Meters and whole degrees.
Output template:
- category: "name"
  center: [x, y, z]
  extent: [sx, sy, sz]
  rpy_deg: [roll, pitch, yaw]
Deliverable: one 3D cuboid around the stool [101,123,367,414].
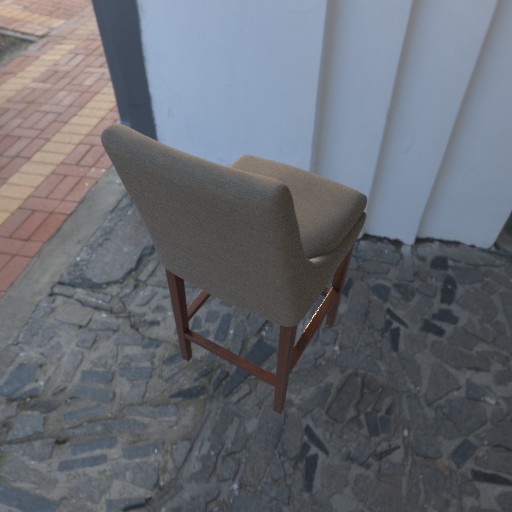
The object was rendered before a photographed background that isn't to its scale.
- category: "stool"
  center: [0.000, 0.000, 1.308]
  extent: [0.470, 0.981, 0.577]
  rpy_deg: [24, 51, 21]
